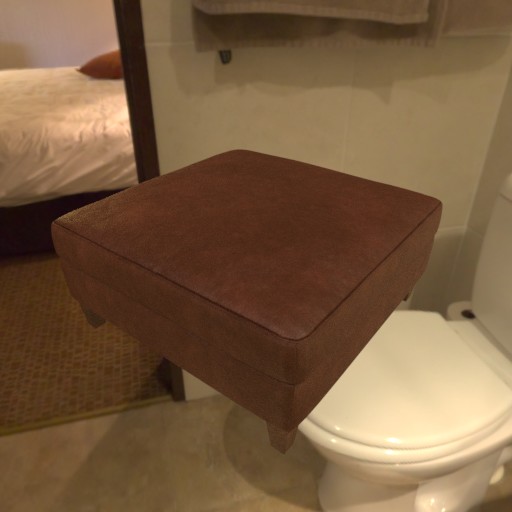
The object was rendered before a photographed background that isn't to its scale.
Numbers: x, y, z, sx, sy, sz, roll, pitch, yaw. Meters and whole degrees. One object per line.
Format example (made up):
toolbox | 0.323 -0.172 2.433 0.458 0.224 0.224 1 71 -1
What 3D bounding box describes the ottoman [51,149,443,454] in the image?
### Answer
ottoman | 0.000 0.000 1.347 0.836 0.415 0.844 22 38 31
